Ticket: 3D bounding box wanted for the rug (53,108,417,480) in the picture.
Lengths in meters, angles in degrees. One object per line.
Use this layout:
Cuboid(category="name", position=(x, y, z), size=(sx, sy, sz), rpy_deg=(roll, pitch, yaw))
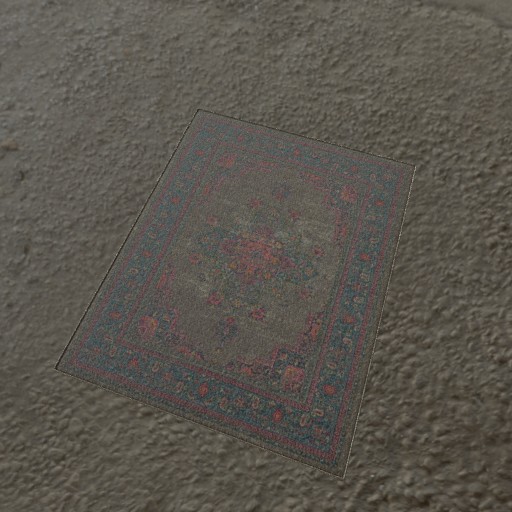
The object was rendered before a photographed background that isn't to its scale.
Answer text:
Cuboid(category="rug", position=(0.000, 0.000, 4.073), size=(2.434, 0.013, 3.057), rpy_deg=(17, 64, 9))
